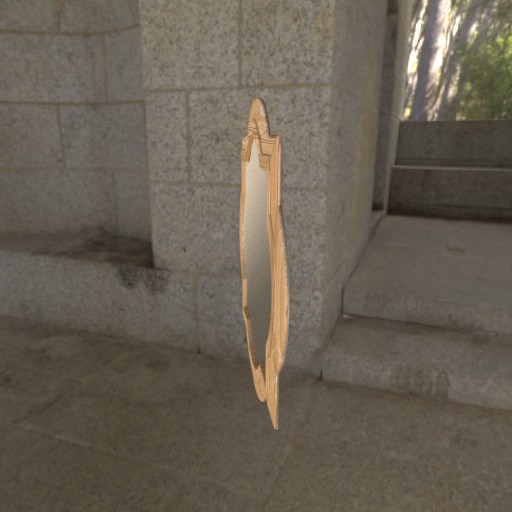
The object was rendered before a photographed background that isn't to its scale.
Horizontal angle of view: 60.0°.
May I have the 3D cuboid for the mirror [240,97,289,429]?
[{"bbox_3d":[0.000,0.000,1.043,0.019,0.686,0.686,-2,15,-7],"label":"mirror"}]
